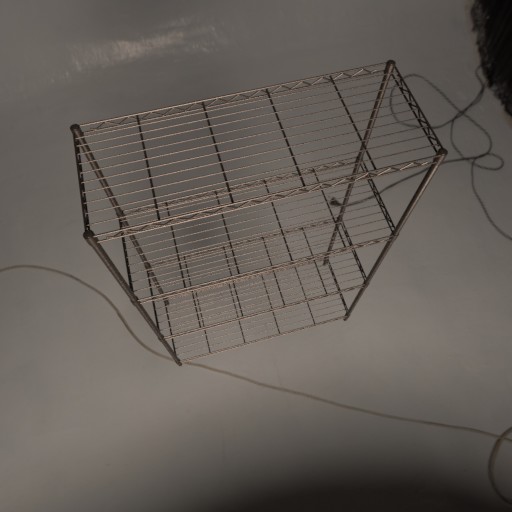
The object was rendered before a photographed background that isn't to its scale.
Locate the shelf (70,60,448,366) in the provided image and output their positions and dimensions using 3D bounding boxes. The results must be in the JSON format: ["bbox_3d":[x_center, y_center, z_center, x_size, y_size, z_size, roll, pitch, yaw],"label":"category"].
[{"bbox_3d":[0.000,0.000,1.738,0.907,1.361,0.352,-14,65,-7],"label":"shelf"}]
